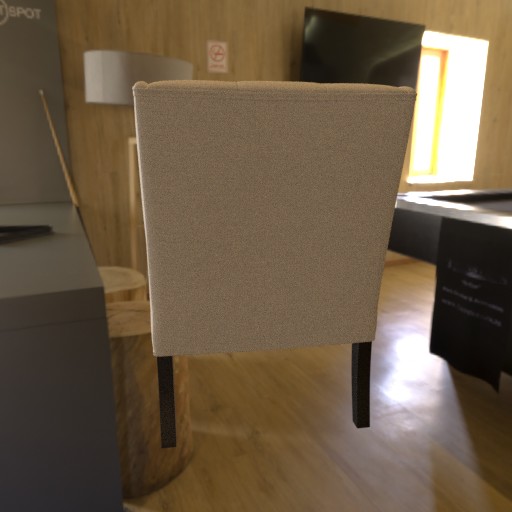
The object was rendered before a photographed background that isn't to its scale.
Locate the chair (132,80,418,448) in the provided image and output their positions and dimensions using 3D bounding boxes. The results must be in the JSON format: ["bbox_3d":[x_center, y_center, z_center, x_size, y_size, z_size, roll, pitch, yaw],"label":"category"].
[{"bbox_3d":[0.000,0.000,1.252,0.569,0.853,0.676,-2,14,-9],"label":"chair"}]
